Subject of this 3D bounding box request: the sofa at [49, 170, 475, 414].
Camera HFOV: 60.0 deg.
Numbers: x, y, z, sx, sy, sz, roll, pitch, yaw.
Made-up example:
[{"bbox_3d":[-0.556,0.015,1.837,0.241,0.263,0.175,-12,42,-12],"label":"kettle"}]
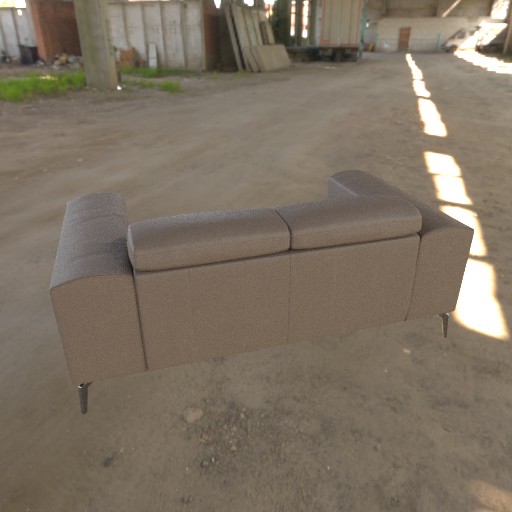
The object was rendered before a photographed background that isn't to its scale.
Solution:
[{"bbox_3d":[0.000,0.000,2.364,1.895,0.779,1.003,-8,28,-15],"label":"sofa"}]
